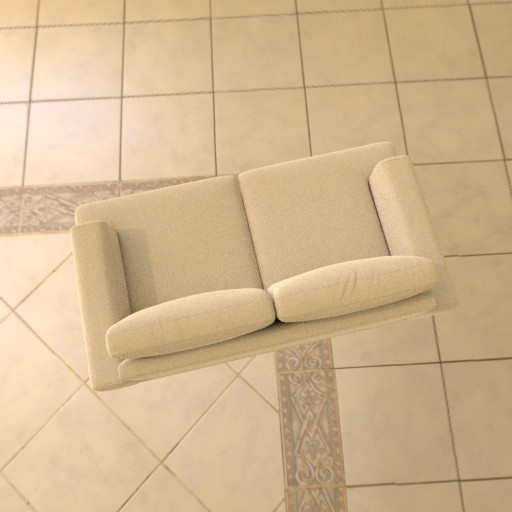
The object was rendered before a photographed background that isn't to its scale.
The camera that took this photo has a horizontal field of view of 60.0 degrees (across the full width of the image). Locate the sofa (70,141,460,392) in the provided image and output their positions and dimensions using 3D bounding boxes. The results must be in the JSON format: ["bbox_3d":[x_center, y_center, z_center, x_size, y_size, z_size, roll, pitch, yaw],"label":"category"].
[{"bbox_3d":[0.000,0.000,2.105,1.651,0.810,0.915,-12,76,-3],"label":"sofa"}]
